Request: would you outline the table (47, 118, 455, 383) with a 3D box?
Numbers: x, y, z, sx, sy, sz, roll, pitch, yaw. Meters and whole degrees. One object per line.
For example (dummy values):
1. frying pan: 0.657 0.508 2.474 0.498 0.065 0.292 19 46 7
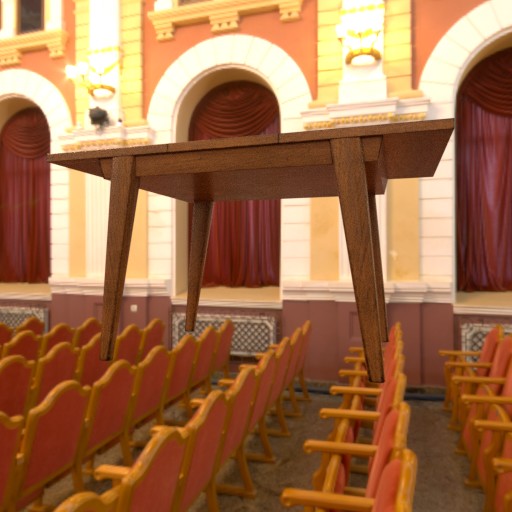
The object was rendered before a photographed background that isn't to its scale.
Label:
1. table: 0.000 0.000 1.803 1.400 0.760 0.757 0 -1 18
